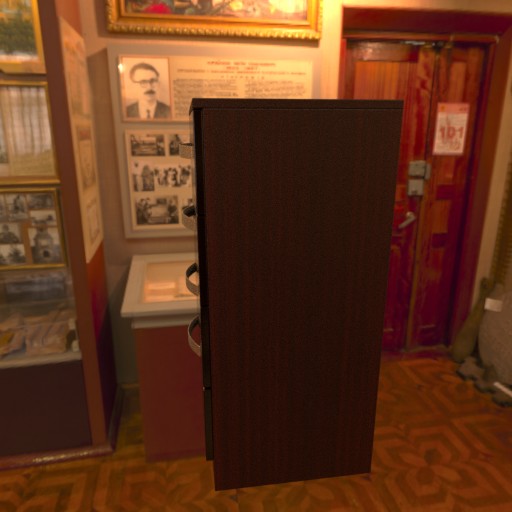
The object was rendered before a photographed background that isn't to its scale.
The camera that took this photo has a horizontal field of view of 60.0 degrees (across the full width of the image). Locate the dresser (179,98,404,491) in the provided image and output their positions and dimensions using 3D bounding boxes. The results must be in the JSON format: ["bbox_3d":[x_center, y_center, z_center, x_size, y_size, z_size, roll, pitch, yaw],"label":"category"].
[{"bbox_3d":[0.000,0.000,1.131,0.360,0.720,0.750,-2,17,-8],"label":"dresser"}]
